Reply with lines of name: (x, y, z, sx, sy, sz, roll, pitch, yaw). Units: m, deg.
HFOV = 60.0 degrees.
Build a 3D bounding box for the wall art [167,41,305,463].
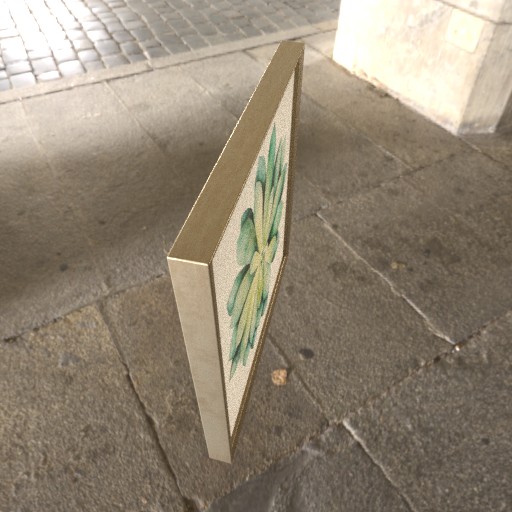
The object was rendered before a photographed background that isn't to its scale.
wall art: (0.000, 0.000, 0.743, 0.040, 0.506, 0.503, 10, 48, 10)
